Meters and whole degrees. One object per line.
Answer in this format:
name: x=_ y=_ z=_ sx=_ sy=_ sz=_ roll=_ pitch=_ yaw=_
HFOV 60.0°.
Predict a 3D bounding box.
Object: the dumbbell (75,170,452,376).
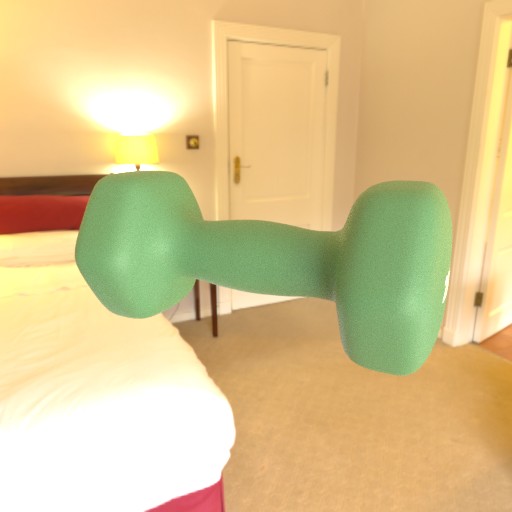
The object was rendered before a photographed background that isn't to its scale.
dumbbell: x=0.000 y=0.000 z=0.320 sx=0.257 sy=0.114 sz=0.126 roll=7 pitch=17 yaw=25
